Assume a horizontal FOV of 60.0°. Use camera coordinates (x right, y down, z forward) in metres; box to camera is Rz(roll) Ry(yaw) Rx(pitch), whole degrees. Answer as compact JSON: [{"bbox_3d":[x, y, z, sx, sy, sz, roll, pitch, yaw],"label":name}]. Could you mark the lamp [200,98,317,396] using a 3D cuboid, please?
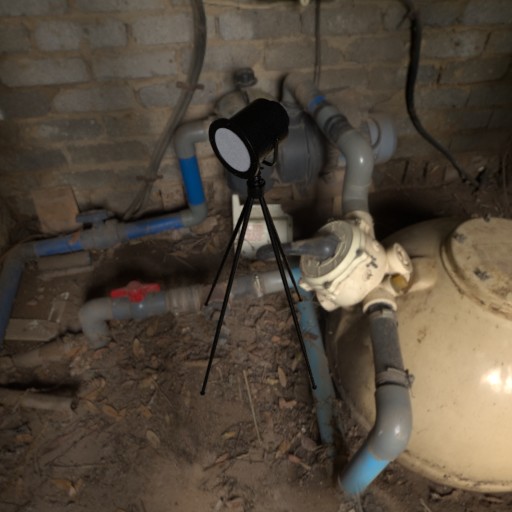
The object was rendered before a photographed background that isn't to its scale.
[{"bbox_3d":[0.000,0.000,2.083,0.879,1.504,0.884,33,54,28],"label":"lamp"}]
